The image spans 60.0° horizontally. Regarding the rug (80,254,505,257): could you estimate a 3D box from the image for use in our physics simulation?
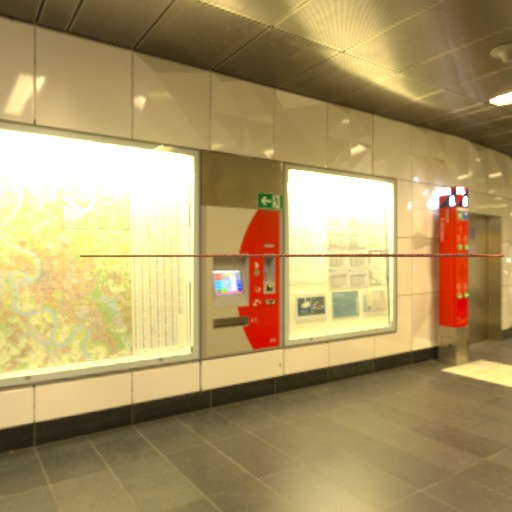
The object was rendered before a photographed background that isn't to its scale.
[{"bbox_3d":[0.000,0.000,2.419,2.307,0.012,0.687,0,0,36],"label":"rug"}]
